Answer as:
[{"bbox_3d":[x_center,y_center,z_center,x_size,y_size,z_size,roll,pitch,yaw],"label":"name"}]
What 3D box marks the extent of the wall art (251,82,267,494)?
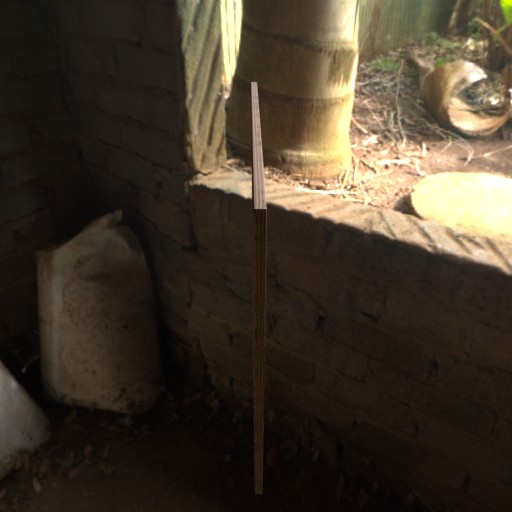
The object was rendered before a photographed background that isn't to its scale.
[{"bbox_3d":[0.000,0.000,0.679,0.010,0.408,0.508,0,32,-1],"label":"wall art"}]
